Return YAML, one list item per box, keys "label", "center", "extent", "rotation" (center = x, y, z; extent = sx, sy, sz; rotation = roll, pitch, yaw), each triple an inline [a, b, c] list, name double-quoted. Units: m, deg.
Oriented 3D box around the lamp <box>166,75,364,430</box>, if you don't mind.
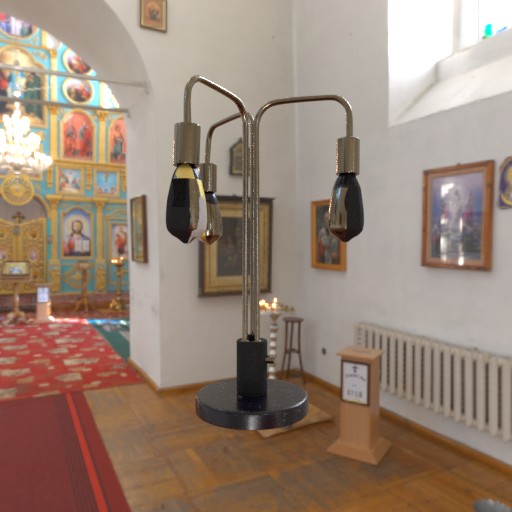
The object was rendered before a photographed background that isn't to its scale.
- label: "lamp"
  center: [0.000, 0.000, 0.782]
  extent: [0.368, 0.560, 0.355]
  rotation: [0, 0, 17]
